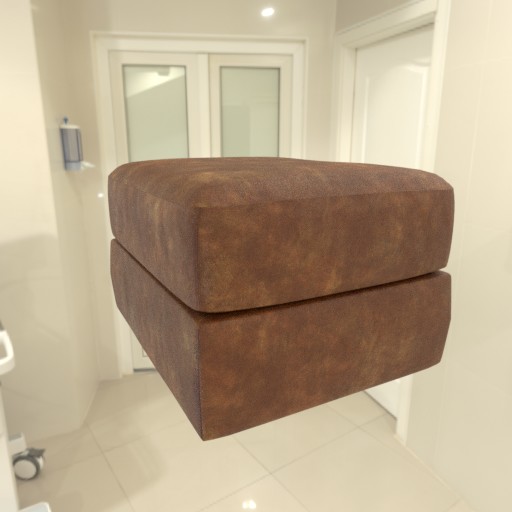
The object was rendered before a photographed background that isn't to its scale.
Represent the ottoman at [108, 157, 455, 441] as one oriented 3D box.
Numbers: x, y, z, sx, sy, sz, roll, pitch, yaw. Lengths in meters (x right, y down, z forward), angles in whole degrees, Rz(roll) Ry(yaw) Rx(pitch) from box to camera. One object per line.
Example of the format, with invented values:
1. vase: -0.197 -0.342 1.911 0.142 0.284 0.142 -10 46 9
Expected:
1. ottoman: 0.000 0.000 1.125 0.603 0.476 0.751 -8 17 -27
